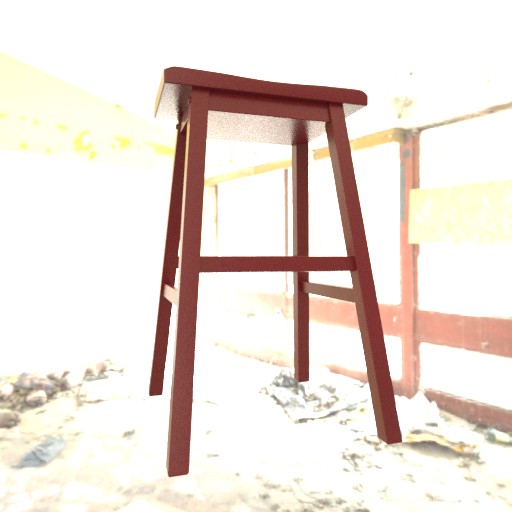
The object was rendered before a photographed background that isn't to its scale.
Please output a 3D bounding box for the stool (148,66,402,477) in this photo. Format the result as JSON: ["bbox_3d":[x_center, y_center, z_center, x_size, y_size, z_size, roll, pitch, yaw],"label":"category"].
[{"bbox_3d":[0.000,0.000,1.032,0.457,0.737,0.476,0,0,-18],"label":"stool"}]
